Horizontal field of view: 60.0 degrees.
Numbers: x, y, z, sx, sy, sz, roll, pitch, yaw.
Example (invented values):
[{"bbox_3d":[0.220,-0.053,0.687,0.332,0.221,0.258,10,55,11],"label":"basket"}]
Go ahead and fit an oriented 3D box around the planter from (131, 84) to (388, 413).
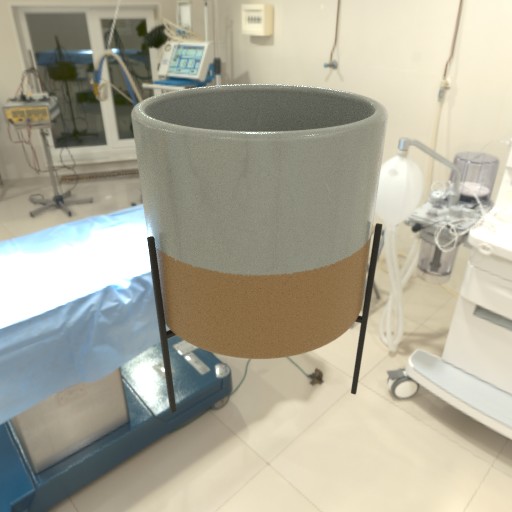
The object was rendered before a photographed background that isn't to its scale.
[{"bbox_3d":[0.000,0.000,0.723,0.360,0.480,0.348,-21,36,-32],"label":"planter"}]
